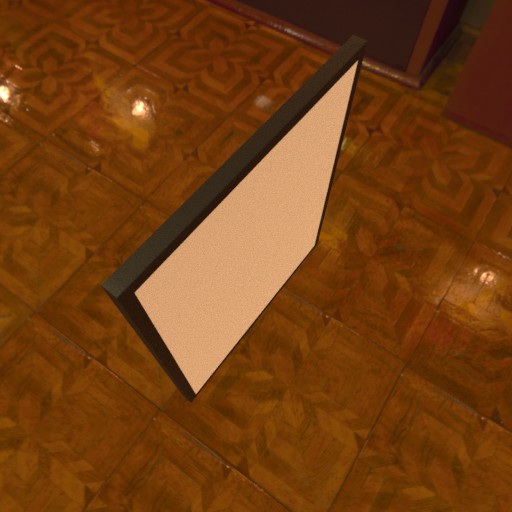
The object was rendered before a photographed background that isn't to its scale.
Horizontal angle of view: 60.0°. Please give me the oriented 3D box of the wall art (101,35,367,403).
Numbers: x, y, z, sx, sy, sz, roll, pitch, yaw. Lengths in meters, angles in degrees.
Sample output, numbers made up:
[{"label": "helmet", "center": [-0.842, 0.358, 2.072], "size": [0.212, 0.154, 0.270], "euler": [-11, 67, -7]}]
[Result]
[{"label": "wall art", "center": [0.000, 0.000, 0.694], "size": [0.021, 0.509, 0.430], "euler": [34, 67, 17]}]
